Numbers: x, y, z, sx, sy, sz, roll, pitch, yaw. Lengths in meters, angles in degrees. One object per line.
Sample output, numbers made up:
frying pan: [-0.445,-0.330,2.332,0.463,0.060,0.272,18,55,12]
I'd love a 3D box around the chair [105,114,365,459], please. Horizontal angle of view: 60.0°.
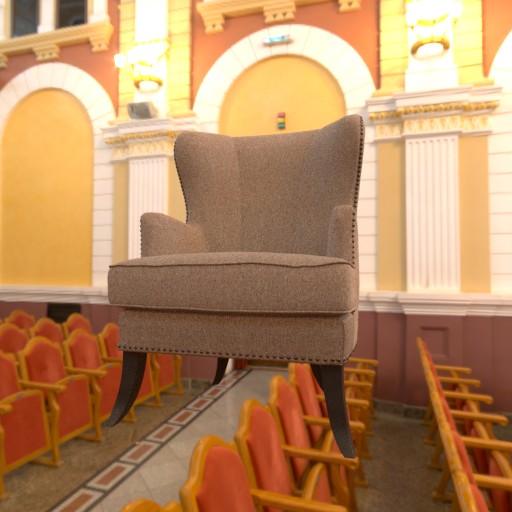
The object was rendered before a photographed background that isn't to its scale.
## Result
chair: [0.000,0.000,1.596,0.759,1.060,0.758,0,-1,18]
